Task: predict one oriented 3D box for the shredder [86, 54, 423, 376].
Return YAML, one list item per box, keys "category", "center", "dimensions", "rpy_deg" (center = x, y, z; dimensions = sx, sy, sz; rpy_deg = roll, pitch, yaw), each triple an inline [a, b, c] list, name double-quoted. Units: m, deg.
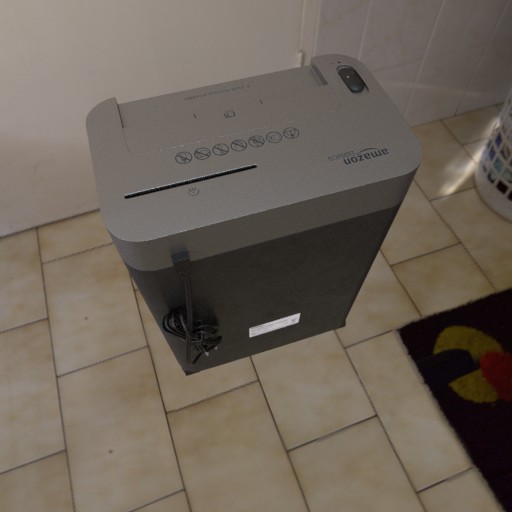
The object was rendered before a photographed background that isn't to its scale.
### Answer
- category: "shredder"
  center: [0.000, 0.000, 0.609]
  dimensions: [0.311, 0.419, 0.237]
  rpy_deg: [-15, 59, -9]
